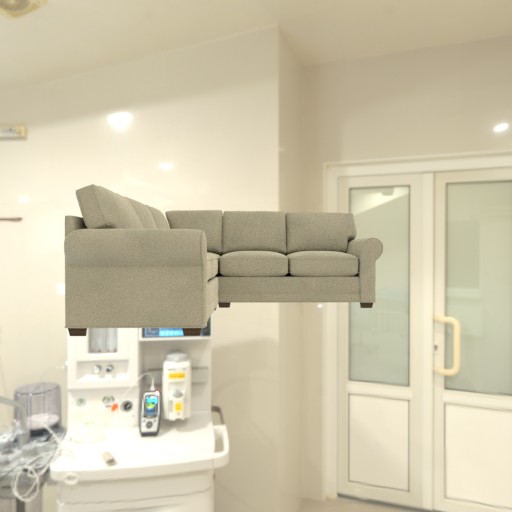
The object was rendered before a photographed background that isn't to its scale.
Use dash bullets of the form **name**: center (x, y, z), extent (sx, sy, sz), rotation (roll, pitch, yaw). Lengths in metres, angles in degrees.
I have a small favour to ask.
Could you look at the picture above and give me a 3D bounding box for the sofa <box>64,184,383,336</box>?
- **sofa**: center (0.000, 0.000, 4.088), extent (2.562, 1.053, 2.487), rotation (0, 0, -1)
